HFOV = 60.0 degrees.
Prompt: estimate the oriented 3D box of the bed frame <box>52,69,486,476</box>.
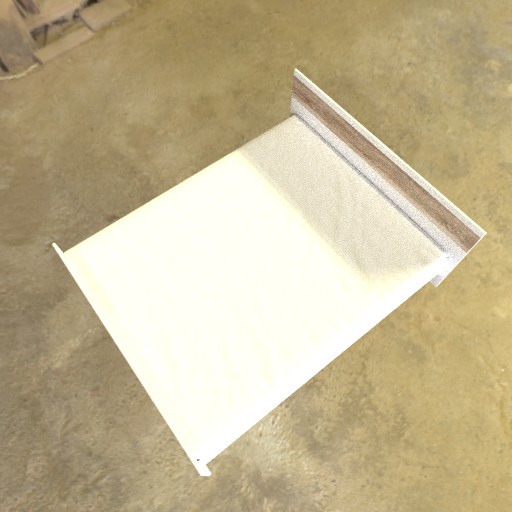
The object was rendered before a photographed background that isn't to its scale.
[{"bbox_3d":[0.000,0.000,2.954,2.060,0.800,1.720,-35,68,-16],"label":"bed frame"}]
